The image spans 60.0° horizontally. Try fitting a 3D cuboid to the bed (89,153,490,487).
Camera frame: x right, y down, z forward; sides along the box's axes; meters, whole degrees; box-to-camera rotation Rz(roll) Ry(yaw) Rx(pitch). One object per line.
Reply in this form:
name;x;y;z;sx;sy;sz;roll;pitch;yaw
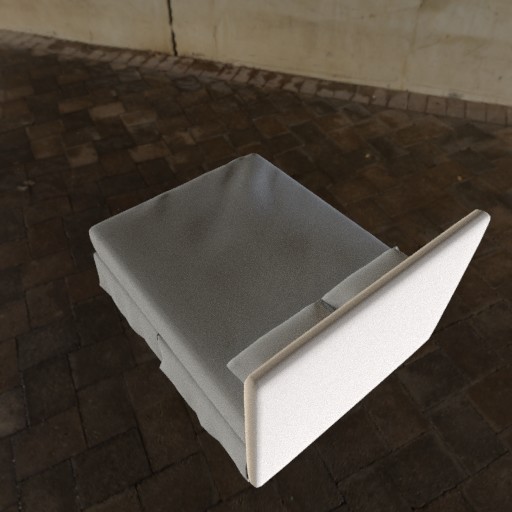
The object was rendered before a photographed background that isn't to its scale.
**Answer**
bed;0.000;0.000;3.117;1.748;1.330;2.142;-30;54;-25
